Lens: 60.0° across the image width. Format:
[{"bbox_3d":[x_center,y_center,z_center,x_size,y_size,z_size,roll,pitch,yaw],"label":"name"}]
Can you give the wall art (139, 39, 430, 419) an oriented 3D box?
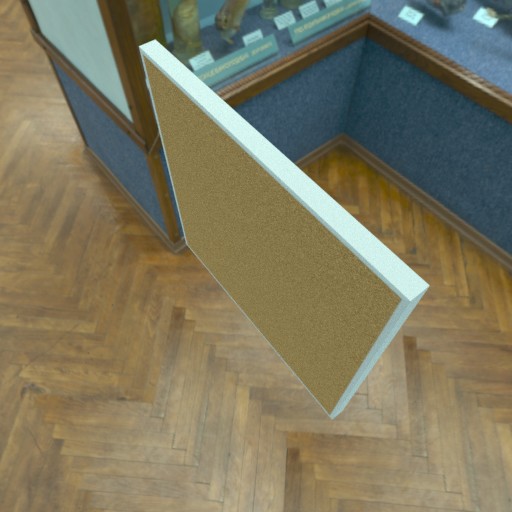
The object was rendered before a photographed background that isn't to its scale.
[{"bbox_3d":[0.000,0.000,1.119,0.041,0.765,0.768,-33,64,-19],"label":"wall art"}]
